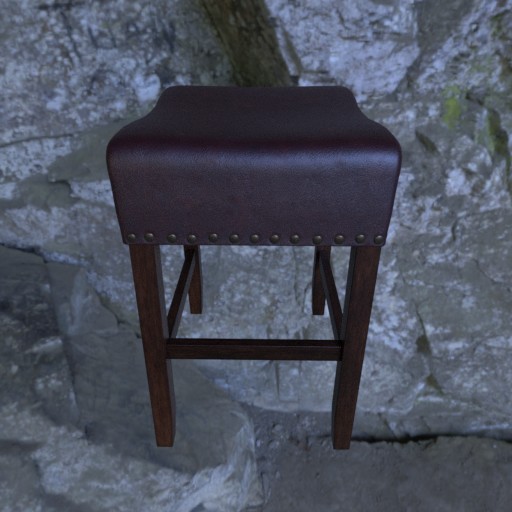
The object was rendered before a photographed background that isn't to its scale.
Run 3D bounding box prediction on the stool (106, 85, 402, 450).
[{"bbox_3d":[0.000,0.000,0.918,0.397,0.608,0.465,0,30,1],"label":"stool"}]
